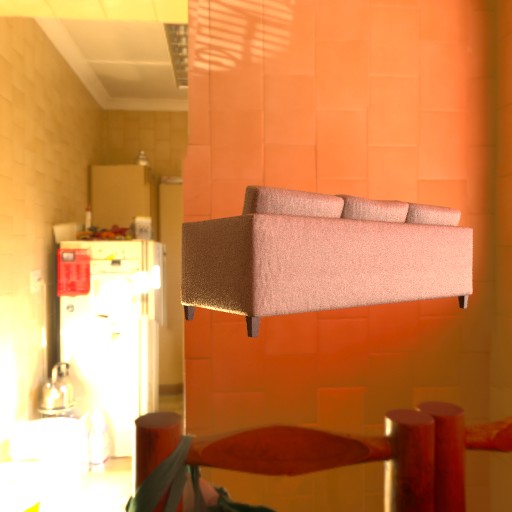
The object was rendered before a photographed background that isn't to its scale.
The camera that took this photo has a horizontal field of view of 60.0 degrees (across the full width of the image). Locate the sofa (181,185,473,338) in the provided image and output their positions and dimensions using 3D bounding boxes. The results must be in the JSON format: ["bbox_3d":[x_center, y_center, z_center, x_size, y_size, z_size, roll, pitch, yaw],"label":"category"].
[{"bbox_3d":[0.000,0.000,4.608,2.522,0.934,3.333,0,0,-36],"label":"sofa"}]
